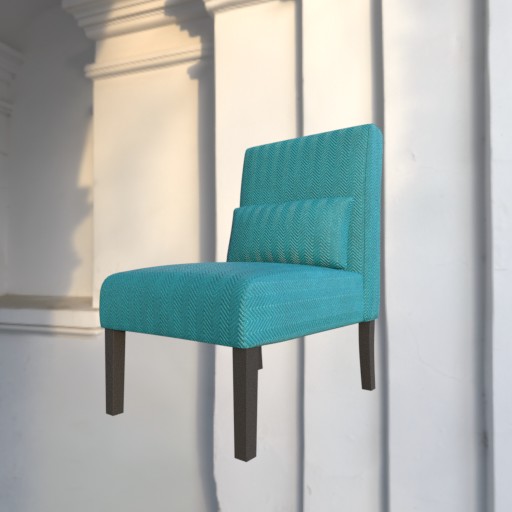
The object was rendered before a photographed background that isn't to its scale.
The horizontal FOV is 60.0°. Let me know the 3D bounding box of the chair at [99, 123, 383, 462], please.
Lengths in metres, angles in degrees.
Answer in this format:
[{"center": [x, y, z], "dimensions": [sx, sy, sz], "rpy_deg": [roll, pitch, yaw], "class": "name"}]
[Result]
[{"center": [0.000, 0.000, 1.446], "dimensions": [0.579, 0.927, 0.808], "rpy_deg": [-1, -1, 37], "class": "chair"}]
